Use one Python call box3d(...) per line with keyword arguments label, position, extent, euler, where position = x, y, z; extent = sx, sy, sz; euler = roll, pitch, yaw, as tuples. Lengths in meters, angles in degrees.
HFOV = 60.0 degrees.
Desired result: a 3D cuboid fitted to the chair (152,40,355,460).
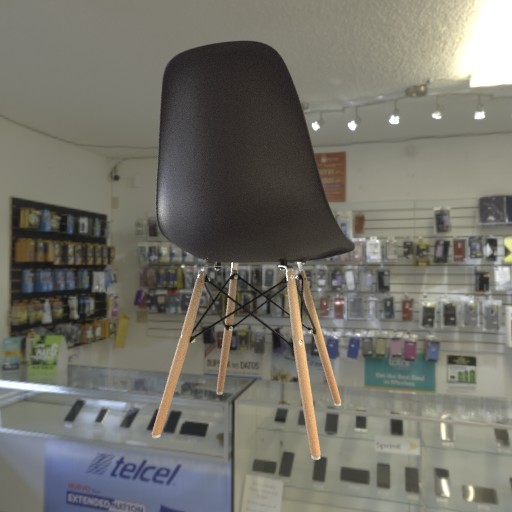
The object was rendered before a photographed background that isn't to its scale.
box3d(label="chair", position=(0.000, 0.000, 1.115), extent=(0.470, 0.825, 0.533), euler=(0, -1, 18))
